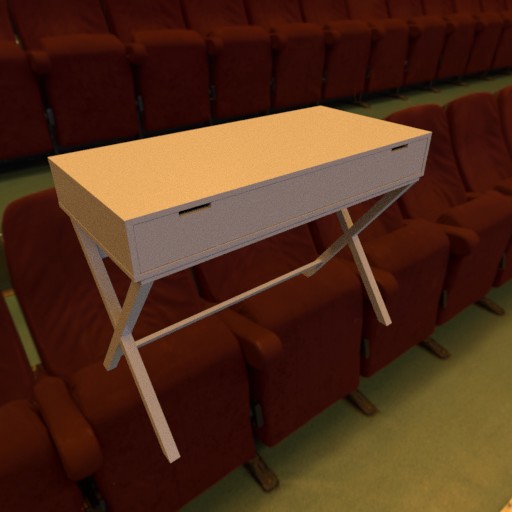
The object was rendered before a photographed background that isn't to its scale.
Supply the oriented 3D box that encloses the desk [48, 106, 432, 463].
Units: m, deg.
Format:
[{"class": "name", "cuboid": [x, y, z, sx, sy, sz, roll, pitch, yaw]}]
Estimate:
[{"class": "desk", "cuboid": [0.000, 0.000, 1.524, 1.059, 0.780, 0.509, -22, 37, -32]}]
